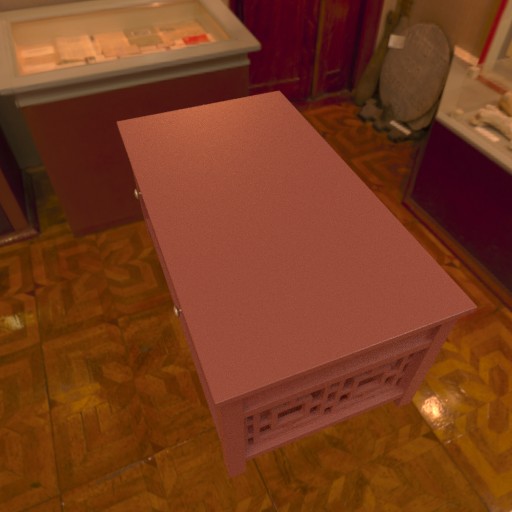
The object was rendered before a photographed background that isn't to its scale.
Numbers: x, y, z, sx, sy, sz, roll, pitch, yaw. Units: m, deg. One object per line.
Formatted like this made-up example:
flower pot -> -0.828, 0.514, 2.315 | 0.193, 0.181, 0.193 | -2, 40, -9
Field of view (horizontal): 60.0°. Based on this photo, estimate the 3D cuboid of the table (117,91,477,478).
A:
table -> 0.000, 0.000, 1.404 | 0.612, 0.493, 1.068 | -16, 49, -15
